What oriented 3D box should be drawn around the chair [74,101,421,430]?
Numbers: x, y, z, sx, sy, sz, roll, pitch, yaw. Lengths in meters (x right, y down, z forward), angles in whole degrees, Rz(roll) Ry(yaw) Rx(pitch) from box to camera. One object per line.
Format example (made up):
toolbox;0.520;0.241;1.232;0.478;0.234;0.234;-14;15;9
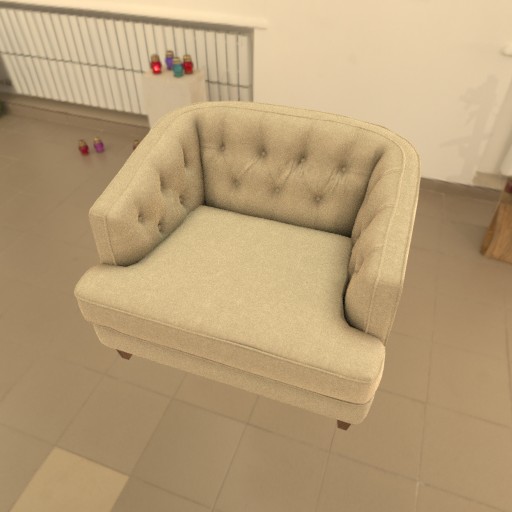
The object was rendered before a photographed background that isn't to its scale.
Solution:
chair;0.000;0.000;1.767;1.104;0.852;0.941;13;44;14
